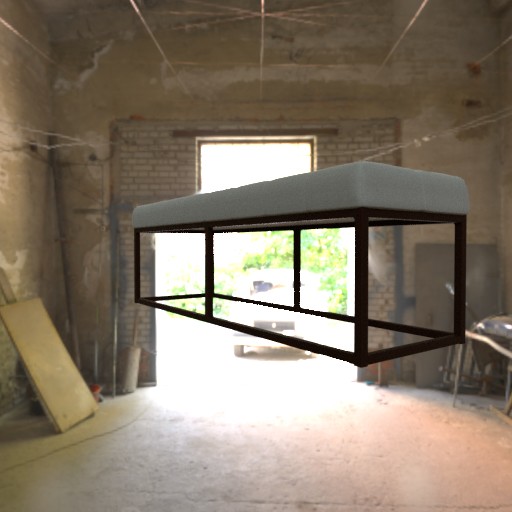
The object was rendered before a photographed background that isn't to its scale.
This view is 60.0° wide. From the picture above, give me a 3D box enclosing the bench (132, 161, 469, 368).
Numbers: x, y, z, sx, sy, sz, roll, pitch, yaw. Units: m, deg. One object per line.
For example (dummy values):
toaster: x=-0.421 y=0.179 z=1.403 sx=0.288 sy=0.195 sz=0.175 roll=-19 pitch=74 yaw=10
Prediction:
bench: x=0.000 y=0.000 z=1.744 sx=0.479 sy=0.488 sz=1.488 roll=-1 pitch=1 yaw=-36
